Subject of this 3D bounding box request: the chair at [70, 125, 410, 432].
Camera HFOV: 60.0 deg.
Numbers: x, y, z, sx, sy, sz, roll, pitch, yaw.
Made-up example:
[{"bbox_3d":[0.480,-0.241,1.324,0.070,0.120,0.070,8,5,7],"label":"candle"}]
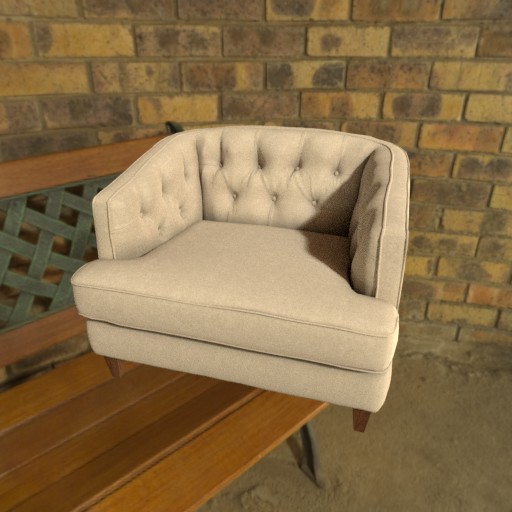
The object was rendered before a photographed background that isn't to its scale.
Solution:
[{"bbox_3d":[0.000,0.000,1.764,1.104,0.852,0.941,8,27,15],"label":"chair"}]
